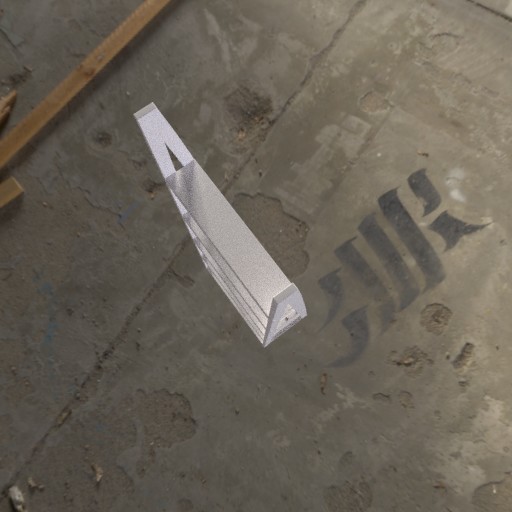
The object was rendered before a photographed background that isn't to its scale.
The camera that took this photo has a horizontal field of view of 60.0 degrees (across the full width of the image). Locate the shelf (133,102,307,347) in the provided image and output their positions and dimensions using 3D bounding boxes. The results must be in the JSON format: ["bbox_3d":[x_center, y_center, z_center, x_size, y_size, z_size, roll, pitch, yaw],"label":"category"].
[{"bbox_3d":[0.000,0.000,1.994,0.341,1.779,0.636,-36,78,-9],"label":"shelf"}]
